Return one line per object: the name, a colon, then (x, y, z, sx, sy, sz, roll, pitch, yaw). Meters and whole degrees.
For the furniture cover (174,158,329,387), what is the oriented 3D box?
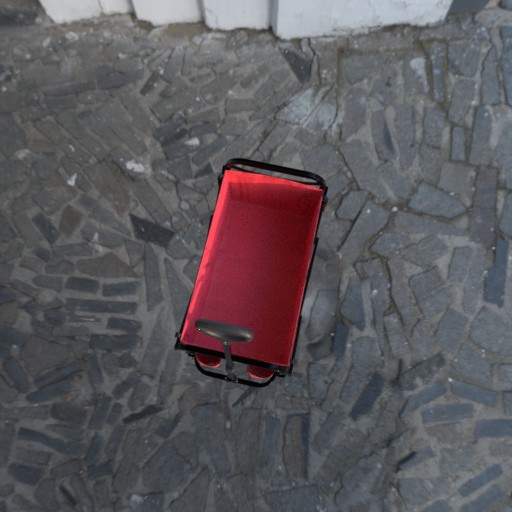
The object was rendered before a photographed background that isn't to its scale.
furniture cover: (0.000, 0.000, 1.830, 0.532, 1.295, 1.038, 12, 75, 3)
